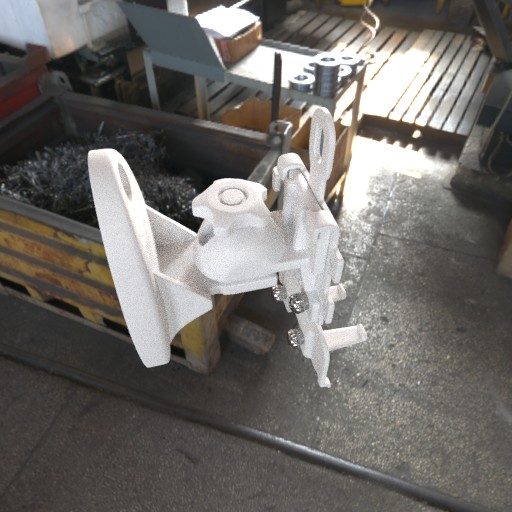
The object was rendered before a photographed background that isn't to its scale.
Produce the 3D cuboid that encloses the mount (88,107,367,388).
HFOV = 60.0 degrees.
[{"bbox_3d":[0.000,0.000,0.175,0.100,0.118,0.066,-10,47,-10],"label":"mount"}]
